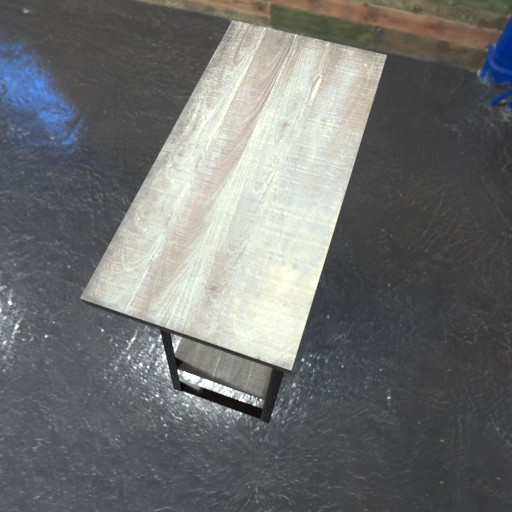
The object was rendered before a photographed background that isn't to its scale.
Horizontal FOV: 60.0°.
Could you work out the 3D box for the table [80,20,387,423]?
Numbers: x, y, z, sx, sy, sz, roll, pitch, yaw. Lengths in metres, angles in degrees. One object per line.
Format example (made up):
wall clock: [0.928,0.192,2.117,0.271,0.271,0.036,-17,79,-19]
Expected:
table: [0.000,0.000,1.016,0.300,0.701,0.599,17,65,8]
